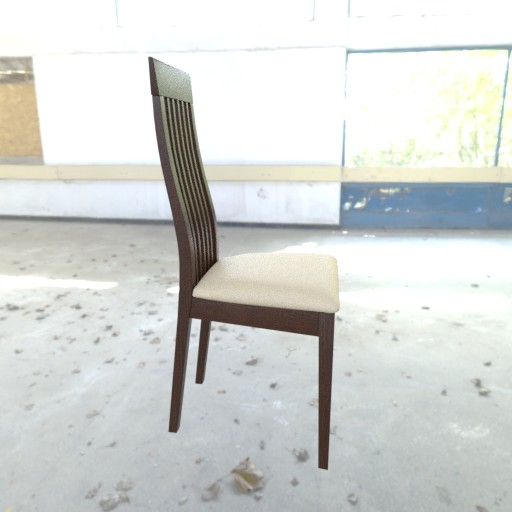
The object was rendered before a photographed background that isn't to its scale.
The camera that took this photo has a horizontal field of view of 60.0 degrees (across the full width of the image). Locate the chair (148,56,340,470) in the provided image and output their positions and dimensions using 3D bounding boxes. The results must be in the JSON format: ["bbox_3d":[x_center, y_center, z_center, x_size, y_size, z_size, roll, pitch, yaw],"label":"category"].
[{"bbox_3d":[0.000,0.000,1.275,0.474,1.027,0.460,2,15,9],"label":"chair"}]
